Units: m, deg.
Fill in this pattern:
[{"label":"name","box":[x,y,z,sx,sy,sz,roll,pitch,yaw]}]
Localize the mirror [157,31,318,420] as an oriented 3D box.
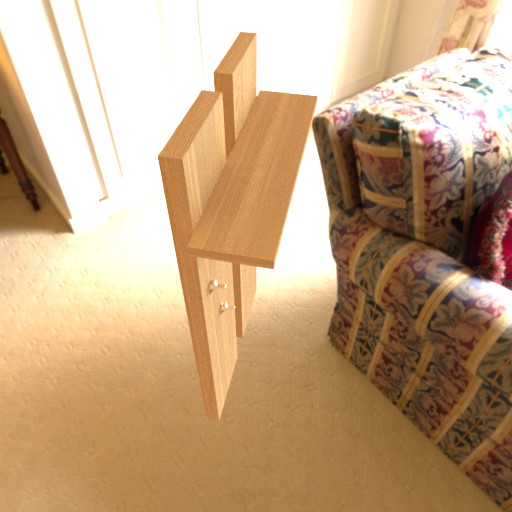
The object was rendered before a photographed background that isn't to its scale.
[{"label":"mirror","box":[0.000,0.000,1.578,0.260,1.250,0.800,9,47,9]}]
